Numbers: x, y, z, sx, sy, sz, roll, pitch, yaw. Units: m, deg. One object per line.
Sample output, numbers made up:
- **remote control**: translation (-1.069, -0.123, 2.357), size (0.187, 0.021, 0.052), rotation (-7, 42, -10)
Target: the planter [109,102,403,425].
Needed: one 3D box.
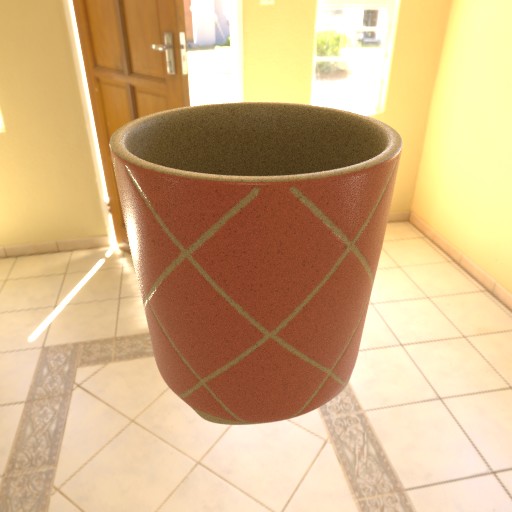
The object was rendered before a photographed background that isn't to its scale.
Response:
- **planter**: translation (0.000, 0.000, 0.415), size (0.227, 0.235, 0.227), rotation (0, 30, 0)
